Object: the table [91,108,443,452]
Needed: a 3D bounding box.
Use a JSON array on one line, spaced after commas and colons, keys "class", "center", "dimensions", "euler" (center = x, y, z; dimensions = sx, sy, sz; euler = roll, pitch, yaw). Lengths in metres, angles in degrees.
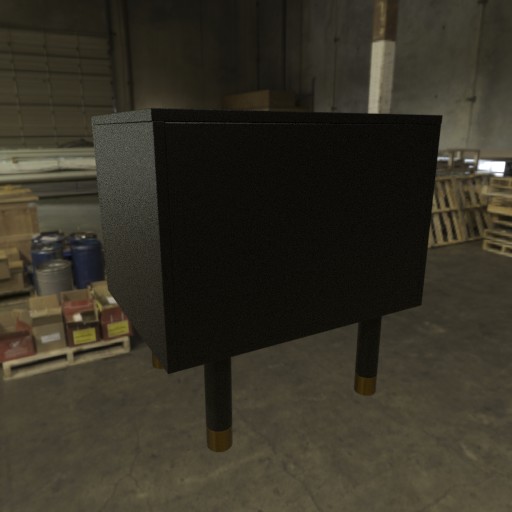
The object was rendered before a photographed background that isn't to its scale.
[{"class": "table", "center": [0.000, 0.000, 0.970], "dimensions": [0.564, 0.584, 0.441], "euler": [-9, 18, -28]}]
